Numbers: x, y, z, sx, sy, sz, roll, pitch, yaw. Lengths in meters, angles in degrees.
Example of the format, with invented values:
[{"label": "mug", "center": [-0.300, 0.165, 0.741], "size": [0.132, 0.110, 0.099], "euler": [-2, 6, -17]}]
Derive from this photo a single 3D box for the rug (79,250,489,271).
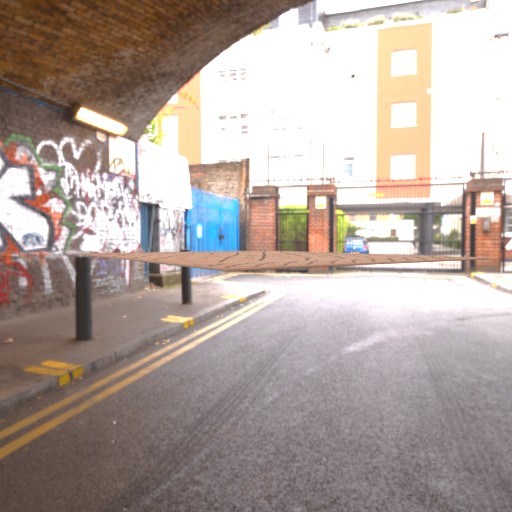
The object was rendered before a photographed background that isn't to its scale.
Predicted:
[{"label": "rug", "center": [0.000, 0.000, 4.104], "size": [2.446, 0.015, 3.046], "euler": [-1, 2, -34]}]
